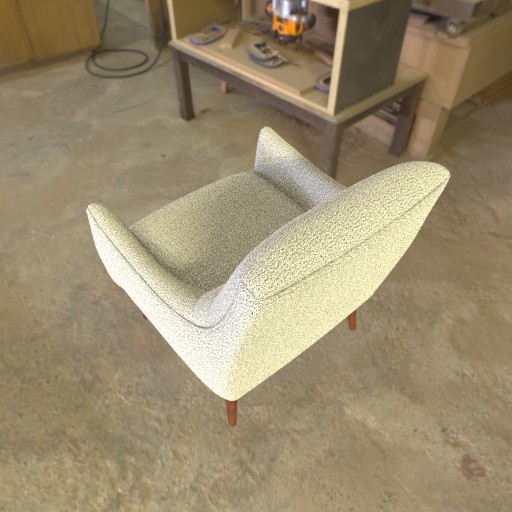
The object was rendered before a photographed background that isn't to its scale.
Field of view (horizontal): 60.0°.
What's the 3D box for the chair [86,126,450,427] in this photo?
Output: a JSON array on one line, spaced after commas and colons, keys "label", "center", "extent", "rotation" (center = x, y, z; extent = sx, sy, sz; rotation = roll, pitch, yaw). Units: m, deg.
[{"label": "chair", "center": [0.000, 0.000, 1.418], "extent": [0.762, 0.838, 0.787], "rotation": [-31, 54, -26]}]
